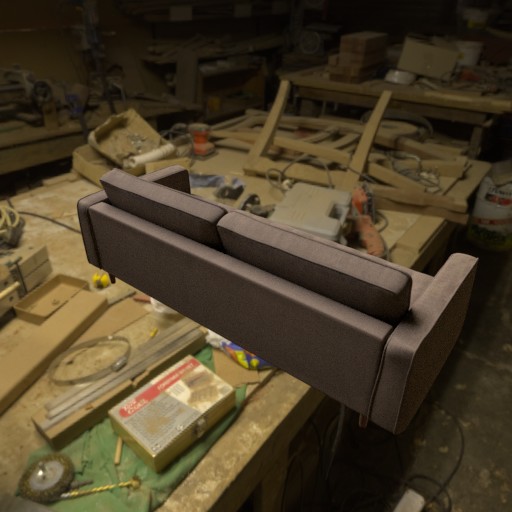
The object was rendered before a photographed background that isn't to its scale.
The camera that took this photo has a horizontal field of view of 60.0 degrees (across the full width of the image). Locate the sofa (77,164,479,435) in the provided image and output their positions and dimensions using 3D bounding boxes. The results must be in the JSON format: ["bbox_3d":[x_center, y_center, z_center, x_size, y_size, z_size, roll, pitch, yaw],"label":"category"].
[{"bbox_3d":[0.000,0.000,2.653,2.295,0.813,0.923,22,38,32],"label":"sofa"}]
